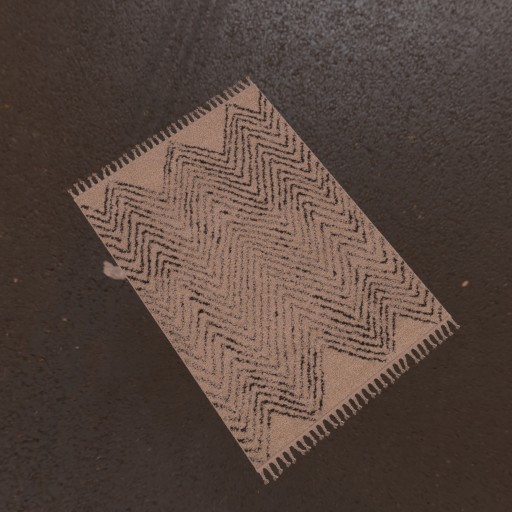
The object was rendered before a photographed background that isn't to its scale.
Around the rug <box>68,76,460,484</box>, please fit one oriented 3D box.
[{"bbox_3d":[0.000,0.000,2.330,1.230,0.014,1.847,-35,78,-9],"label":"rug"}]
